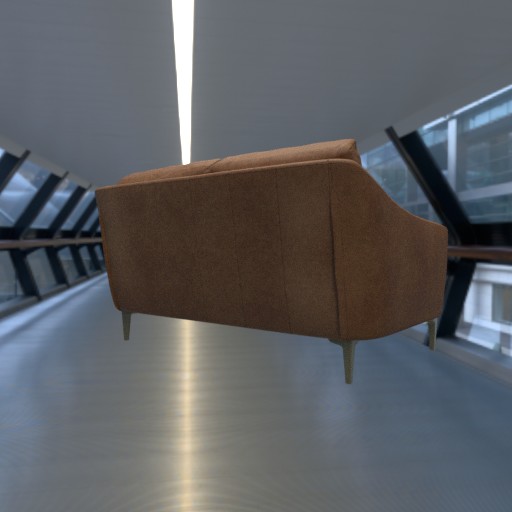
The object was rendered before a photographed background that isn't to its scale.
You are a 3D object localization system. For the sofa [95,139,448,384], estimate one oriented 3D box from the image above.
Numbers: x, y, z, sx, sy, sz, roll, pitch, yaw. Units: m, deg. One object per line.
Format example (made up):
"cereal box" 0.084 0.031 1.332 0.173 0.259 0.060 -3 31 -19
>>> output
"sofa" 0.000 0.000 2.224 1.619 0.902 0.960 1 2 36
